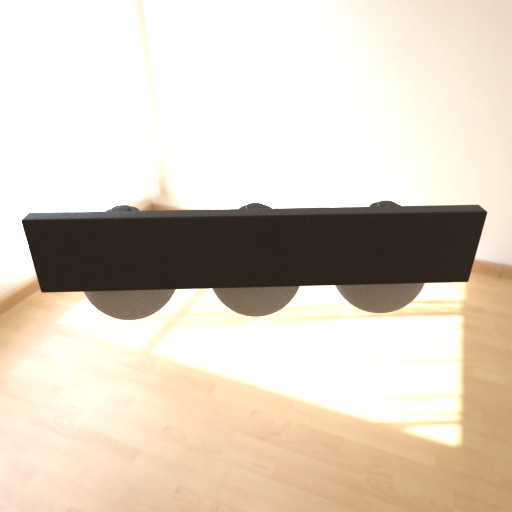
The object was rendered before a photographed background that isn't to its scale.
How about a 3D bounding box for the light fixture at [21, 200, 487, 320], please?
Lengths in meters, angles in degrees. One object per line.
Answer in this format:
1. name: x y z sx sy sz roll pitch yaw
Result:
1. light fixture: 0.000 0.000 0.841 0.721 0.263 0.218 -1 29 -2
